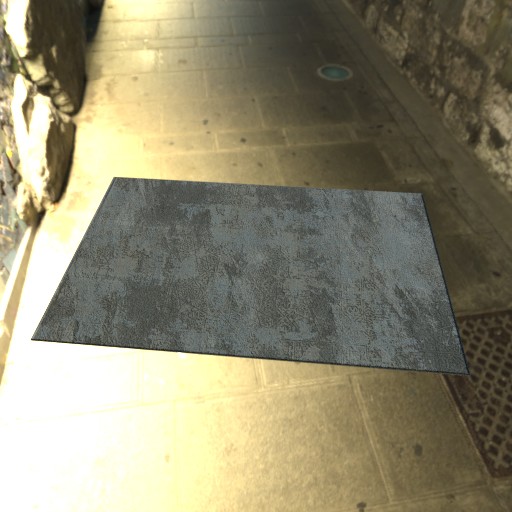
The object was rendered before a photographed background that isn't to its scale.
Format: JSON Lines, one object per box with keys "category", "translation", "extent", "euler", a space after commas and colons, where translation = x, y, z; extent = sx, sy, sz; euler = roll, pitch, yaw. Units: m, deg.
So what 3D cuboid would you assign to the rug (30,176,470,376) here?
{"category": "rug", "translation": [0.000, 0.000, 2.957], "extent": [2.431, 0.012, 1.536], "euler": [4, 47, 4]}
